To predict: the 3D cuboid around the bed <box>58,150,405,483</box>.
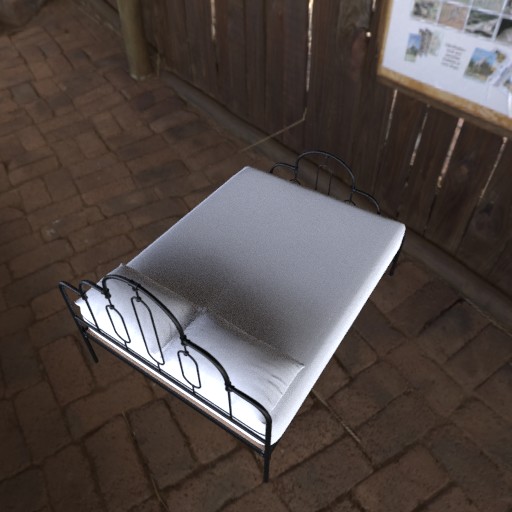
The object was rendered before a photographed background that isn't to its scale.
[{"bbox_3d":[0.000,0.000,3.292,1.626,1.444,2.181,25,51,23],"label":"bed"}]
